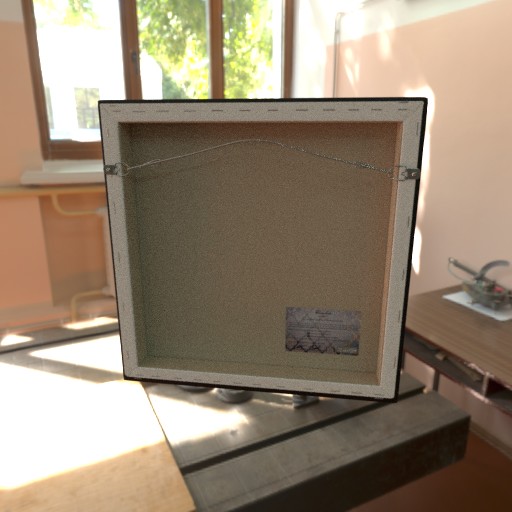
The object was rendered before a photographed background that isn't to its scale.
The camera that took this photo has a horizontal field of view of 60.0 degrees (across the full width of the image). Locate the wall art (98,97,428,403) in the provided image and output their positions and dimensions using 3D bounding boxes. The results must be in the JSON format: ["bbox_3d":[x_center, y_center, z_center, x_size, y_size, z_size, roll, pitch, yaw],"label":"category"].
[{"bbox_3d":[0.000,0.000,0.607,0.406,0.407,0.041,2,16,8],"label":"wall art"}]
